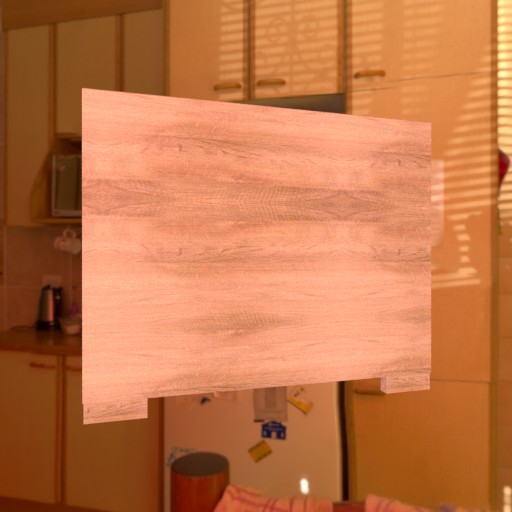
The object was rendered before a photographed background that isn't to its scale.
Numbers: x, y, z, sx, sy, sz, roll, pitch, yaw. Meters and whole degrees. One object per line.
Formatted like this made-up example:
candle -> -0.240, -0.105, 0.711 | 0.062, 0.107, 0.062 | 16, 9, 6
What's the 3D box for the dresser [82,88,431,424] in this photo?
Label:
dresser -> 0.000, 0.000, 1.404 | 0.994, 0.816, 0.404 | 0, 0, -16
